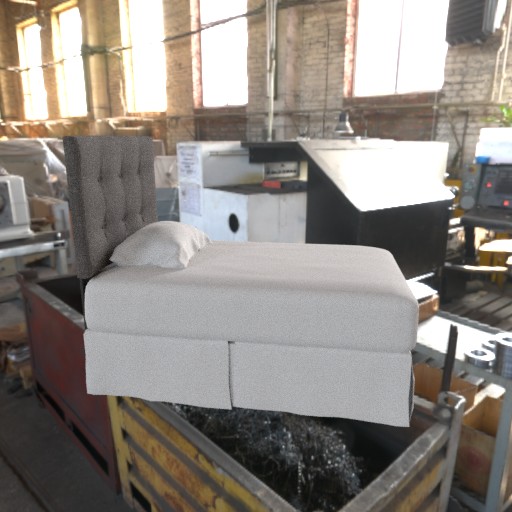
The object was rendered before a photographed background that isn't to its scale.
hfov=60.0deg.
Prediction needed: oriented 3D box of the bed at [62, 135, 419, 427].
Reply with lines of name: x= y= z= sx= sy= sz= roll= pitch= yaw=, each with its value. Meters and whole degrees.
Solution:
bed: x=0.000 y=0.000 z=2.995 sx=1.997 sy=1.571 sz=1.261 roll=2 pitch=15 yaw=9
